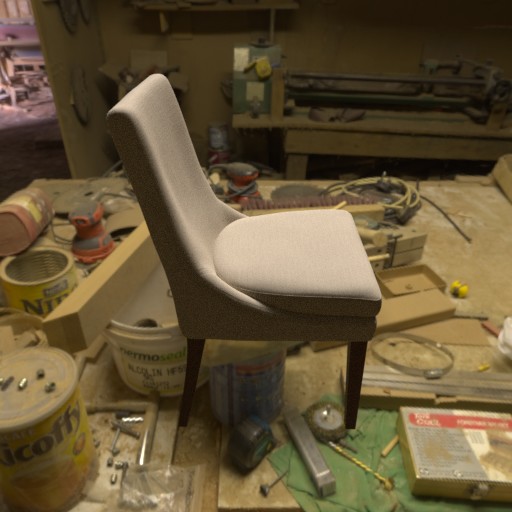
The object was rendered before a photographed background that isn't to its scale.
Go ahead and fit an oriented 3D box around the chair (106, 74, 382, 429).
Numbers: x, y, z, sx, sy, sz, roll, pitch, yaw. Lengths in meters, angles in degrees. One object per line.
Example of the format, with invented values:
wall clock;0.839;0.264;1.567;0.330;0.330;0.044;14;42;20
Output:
chair;0.000;0.000;1.302;0.638;0.940;0.515;0;32;1
